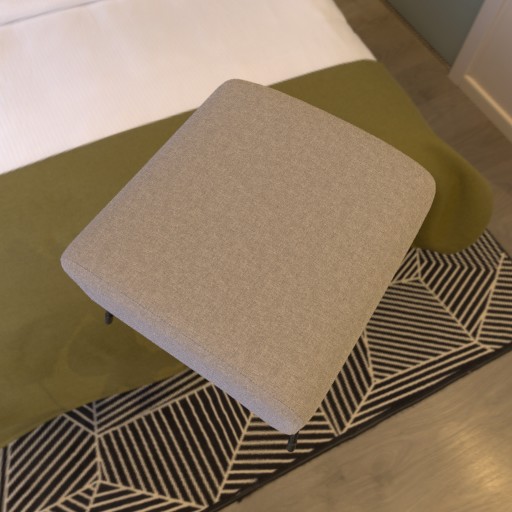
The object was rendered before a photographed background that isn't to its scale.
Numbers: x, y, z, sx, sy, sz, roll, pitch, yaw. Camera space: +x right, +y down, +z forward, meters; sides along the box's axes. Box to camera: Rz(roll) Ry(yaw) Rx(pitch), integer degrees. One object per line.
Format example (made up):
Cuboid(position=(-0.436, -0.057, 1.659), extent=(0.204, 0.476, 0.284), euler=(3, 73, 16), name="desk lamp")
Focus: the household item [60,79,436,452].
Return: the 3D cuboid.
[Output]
Cuboid(position=(0.000, 0.000, 0.914), extent=(0.530, 0.410, 0.530), euler=(30, 68, 14), name="household item")
